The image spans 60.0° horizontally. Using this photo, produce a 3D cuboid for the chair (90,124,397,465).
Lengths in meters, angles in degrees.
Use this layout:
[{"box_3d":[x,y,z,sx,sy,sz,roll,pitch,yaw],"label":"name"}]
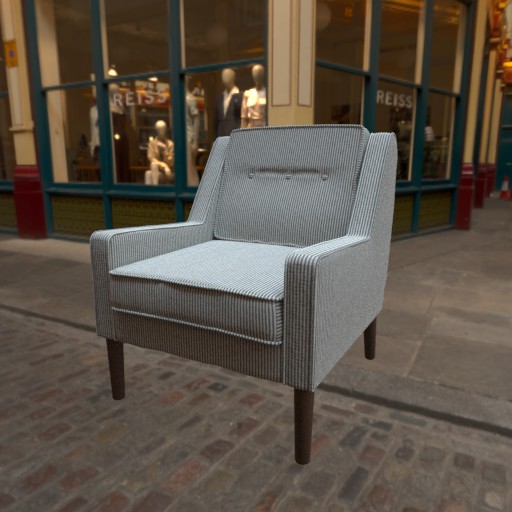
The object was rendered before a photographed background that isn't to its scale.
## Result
[{"box_3d":[0.000,0.000,1.346,0.663,0.792,0.743,7,14,28],"label":"chair"}]
